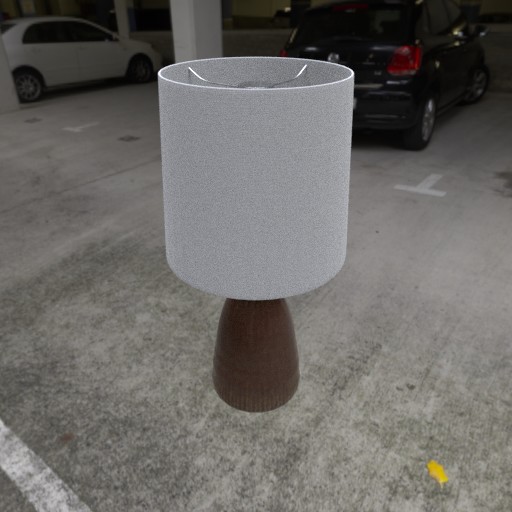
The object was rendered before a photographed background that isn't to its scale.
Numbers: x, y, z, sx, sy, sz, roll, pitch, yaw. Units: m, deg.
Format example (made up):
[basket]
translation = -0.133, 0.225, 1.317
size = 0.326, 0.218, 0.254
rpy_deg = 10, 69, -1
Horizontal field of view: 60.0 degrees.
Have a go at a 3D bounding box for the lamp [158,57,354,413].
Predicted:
[lamp]
translation = 0.000, 0.000, 0.472
size = 0.186, 0.369, 0.186
rpy_deg = 0, 31, 0
